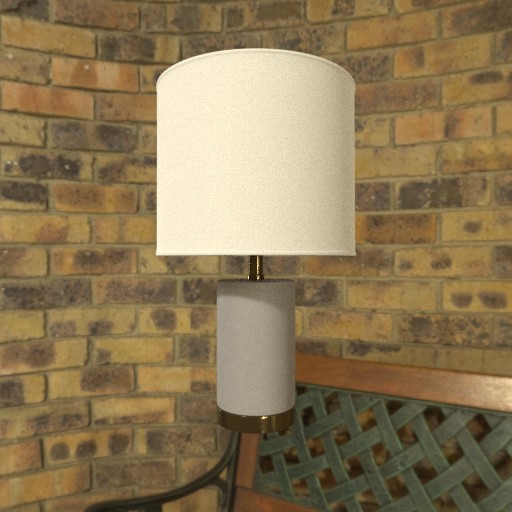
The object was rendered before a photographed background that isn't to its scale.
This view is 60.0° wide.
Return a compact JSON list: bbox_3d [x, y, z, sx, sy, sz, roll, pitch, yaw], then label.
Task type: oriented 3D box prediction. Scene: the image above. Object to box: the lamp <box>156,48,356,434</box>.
[{"bbox_3d":[0.000,0.000,0.520,0.229,0.380,0.229,0,0,0],"label":"lamp"}]
